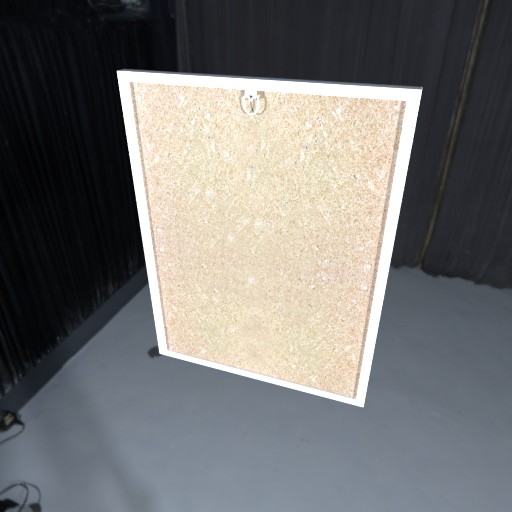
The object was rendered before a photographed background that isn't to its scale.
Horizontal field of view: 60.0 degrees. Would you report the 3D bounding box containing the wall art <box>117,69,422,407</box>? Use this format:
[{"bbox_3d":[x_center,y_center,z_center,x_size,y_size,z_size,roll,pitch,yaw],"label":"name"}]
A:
[{"bbox_3d":[0.000,0.000,1.400,0.805,1.056,0.042,10,33,16],"label":"wall art"}]
